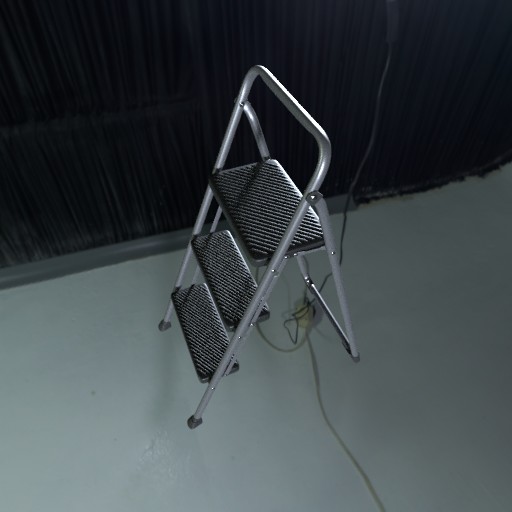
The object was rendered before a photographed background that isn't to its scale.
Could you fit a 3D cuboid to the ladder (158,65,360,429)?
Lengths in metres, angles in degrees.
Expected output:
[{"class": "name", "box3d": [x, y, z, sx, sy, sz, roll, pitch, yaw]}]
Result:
[{"class": "ladder", "box3d": [0.000, 0.000, 1.268, 0.629, 0.945, 0.430, -17, 50, -15]}]
